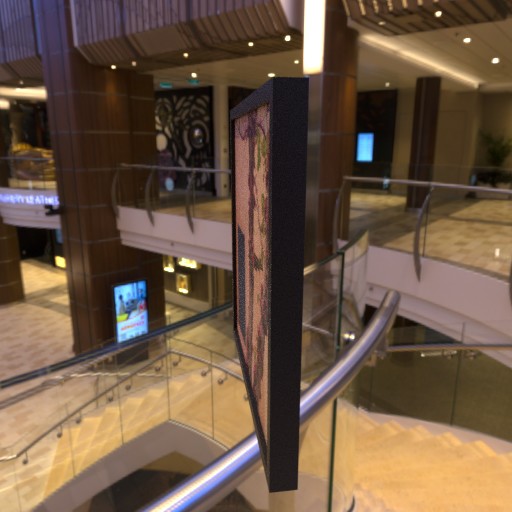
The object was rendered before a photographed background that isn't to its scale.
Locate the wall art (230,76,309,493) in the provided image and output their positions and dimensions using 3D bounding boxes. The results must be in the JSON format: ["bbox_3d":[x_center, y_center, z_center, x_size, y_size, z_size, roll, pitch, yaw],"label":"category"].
[{"bbox_3d":[0.000,0.000,0.761,0.038,0.508,0.508,-2,15,-8],"label":"wall art"}]
